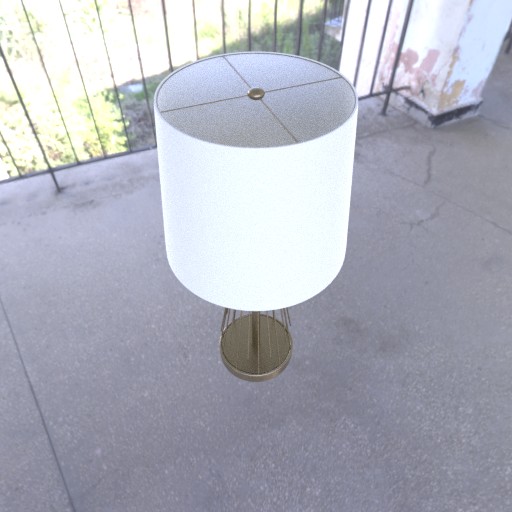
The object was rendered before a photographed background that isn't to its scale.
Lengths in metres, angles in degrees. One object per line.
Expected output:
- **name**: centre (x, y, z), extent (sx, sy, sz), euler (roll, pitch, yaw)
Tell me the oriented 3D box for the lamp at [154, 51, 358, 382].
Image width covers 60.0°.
- **lamp**: centre (0.000, 0.000, 0.786), extent (0.303, 0.618, 0.303), euler (0, 46, 0)
